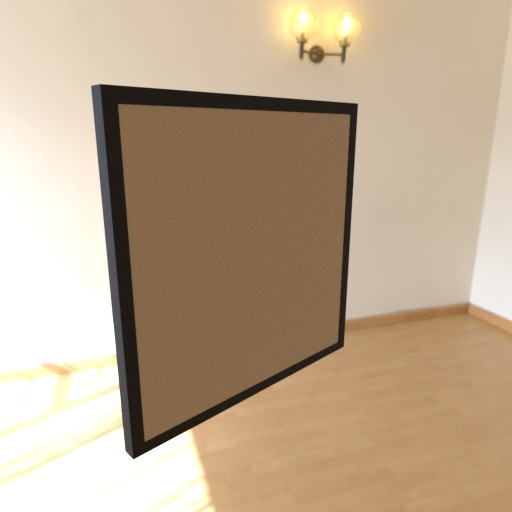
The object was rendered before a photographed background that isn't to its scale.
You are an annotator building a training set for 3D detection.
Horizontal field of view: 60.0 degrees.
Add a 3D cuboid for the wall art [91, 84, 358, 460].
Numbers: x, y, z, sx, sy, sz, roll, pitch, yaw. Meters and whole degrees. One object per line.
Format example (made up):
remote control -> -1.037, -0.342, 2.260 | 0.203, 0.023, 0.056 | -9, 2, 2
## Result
wall art -> 0.000, 0.000, 0.449 | 0.306, 0.304, 0.015 | -14, 21, -41
